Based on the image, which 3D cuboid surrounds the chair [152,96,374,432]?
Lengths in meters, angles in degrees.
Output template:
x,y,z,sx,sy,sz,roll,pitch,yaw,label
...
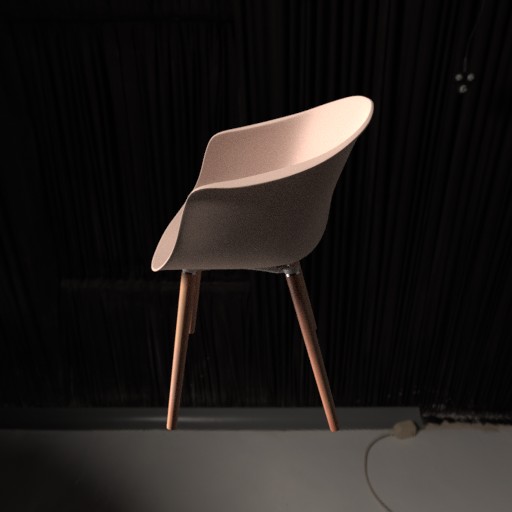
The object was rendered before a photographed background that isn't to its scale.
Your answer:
x,y,z,sx,sy,sz,roll,pitch,yaw,label
0.000,0.000,1.157,0.504,0.781,0.593,0,26,-1,chair
